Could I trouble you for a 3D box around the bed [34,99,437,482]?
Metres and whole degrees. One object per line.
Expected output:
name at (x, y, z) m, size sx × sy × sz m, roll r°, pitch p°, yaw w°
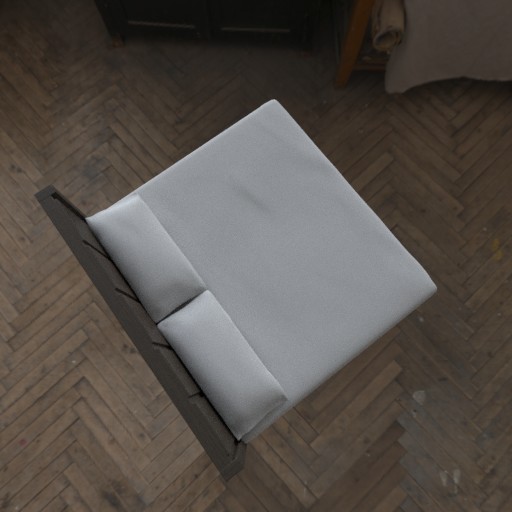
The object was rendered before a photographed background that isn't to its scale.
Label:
bed at (0.000, 0.000, 3.433) m, size 2.012 × 1.270 × 2.134 m, roll -36°, pitch 79°, yaw -8°
